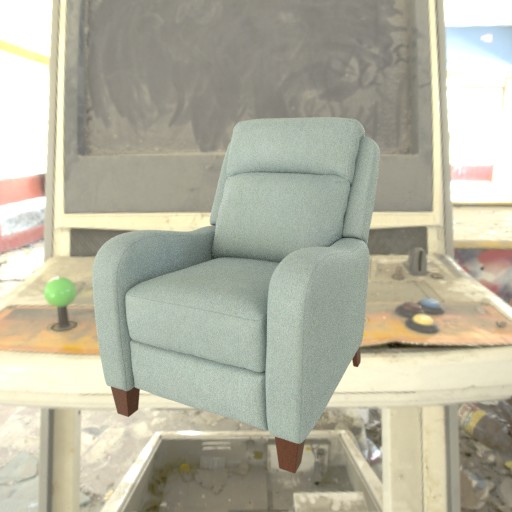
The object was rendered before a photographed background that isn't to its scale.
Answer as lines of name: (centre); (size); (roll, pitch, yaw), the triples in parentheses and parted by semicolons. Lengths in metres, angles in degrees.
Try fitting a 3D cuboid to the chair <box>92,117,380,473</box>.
chair: (0.000, 0.000, 1.734); (0.785, 1.067, 0.988); (7, 16, 25)
